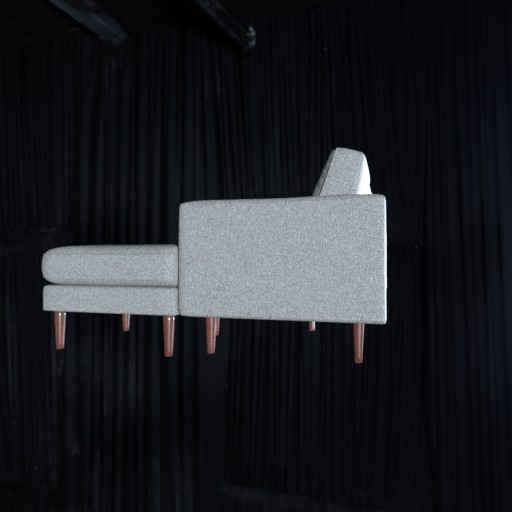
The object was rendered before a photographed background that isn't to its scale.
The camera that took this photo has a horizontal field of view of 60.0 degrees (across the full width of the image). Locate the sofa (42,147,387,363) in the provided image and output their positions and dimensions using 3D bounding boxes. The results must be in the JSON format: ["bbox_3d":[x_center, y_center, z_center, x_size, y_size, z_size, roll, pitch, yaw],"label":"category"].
[{"bbox_3d":[0.000,0.000,2.952,1.667,0.957,2.055,0,0,16],"label":"sofa"}]
